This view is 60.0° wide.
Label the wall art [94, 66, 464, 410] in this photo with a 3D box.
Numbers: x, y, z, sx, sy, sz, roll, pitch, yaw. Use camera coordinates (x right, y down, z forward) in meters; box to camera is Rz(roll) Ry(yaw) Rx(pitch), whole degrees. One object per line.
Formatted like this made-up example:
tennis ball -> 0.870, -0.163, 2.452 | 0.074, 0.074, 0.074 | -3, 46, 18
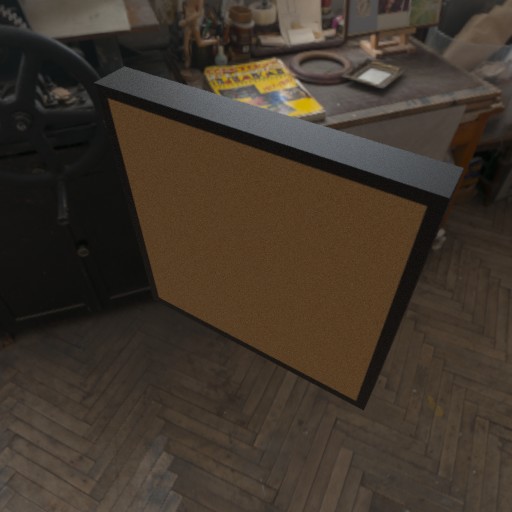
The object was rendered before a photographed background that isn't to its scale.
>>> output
wall art -> 0.000, 0.000, 0.450 | 0.304, 0.304, 0.038 | 24, 51, 21
